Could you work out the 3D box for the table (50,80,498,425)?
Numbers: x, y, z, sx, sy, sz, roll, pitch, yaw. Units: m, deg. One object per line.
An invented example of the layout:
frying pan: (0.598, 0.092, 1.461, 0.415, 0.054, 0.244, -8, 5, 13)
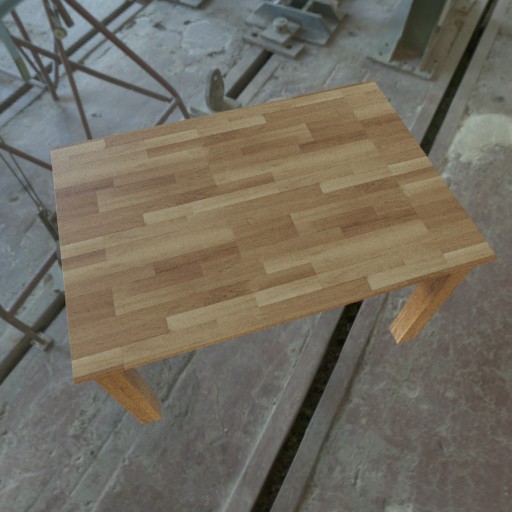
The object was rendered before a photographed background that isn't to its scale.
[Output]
table: (0.000, 0.000, 1.826, 1.300, 0.750, 0.900, -15, 60, -9)
